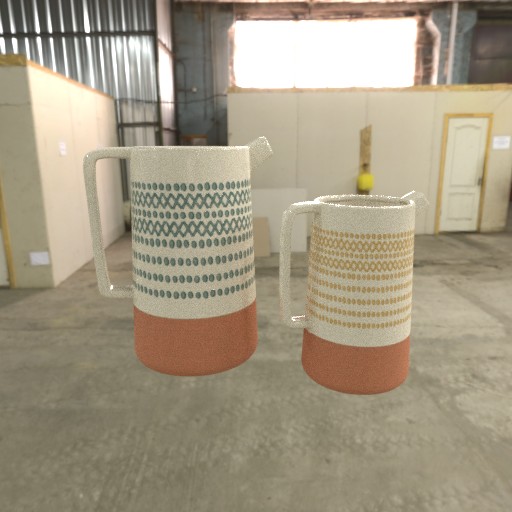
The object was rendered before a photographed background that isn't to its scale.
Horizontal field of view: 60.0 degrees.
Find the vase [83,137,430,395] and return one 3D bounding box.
[{"bbox_3d":[0.000,0.000,0.474,0.326,0.247,0.168,7,16,25],"label":"vase"}]
